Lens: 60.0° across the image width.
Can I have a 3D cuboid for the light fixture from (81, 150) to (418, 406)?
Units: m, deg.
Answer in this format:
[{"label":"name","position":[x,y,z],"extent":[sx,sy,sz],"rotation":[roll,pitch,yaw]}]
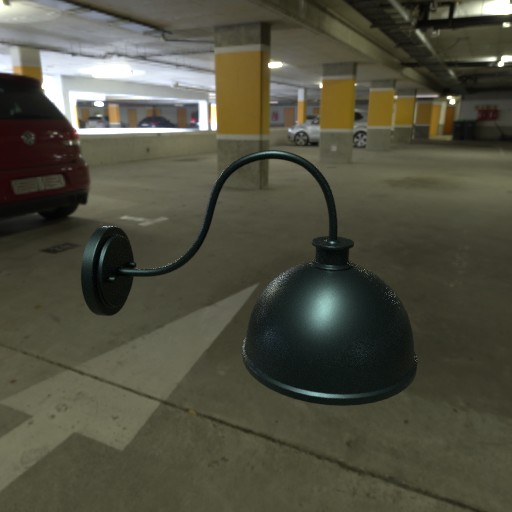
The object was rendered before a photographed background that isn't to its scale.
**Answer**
[{"label":"light fixture","position":[0.000,0.000,0.632],"extent":[0.467,0.295,0.253],"rotation":[3,17,8]}]
